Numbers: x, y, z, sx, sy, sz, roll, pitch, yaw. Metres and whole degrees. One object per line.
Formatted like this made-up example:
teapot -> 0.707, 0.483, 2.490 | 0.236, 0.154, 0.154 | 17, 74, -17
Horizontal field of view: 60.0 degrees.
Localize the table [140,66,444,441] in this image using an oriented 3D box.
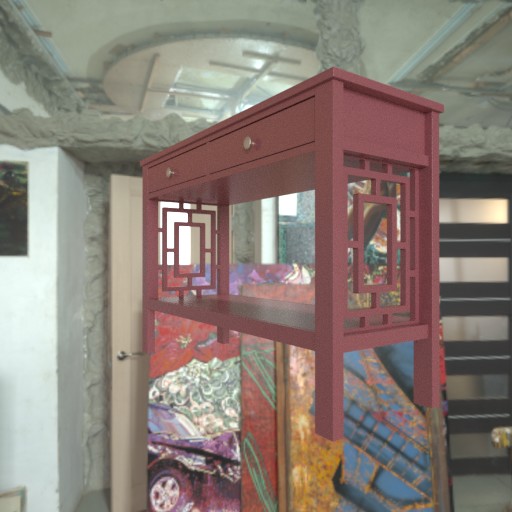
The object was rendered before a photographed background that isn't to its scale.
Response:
table -> 0.000, 0.000, 1.426 | 0.397, 0.753, 1.068 | 0, 0, -35
